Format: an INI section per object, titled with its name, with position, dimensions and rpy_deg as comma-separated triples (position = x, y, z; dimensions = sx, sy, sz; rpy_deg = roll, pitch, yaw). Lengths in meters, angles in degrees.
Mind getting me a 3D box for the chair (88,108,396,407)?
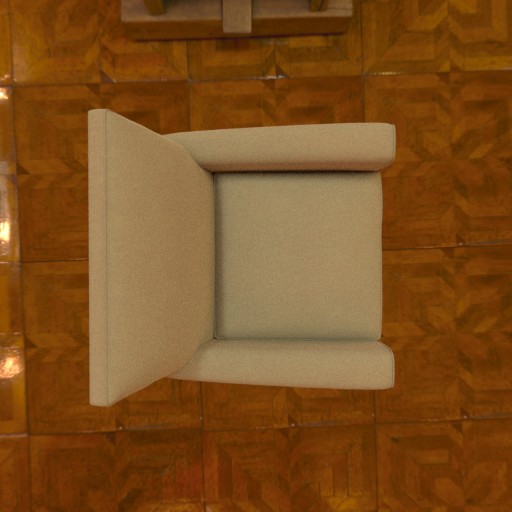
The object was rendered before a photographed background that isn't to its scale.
[chair]
position = 0.000, 0.000, 1.552
dimensions = 0.871, 0.846, 0.840
rpy_deg = 0, 91, 0
